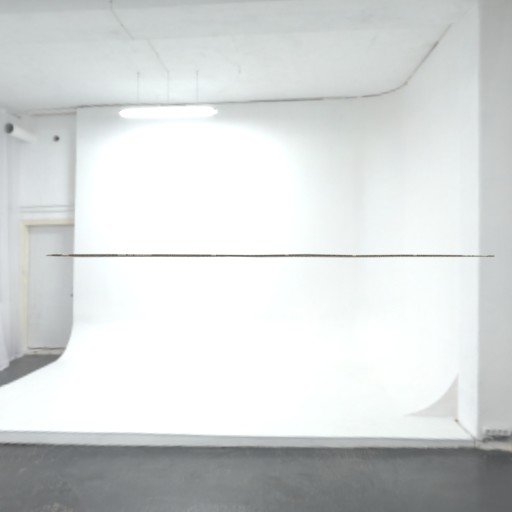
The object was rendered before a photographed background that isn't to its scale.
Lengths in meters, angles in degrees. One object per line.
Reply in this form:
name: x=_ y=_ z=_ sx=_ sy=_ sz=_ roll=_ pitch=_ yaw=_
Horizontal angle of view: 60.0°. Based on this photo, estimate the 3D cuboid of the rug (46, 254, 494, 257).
rug: x=0.000 y=0.000 z=4.343 sx=3.419 sy=0.020 sz=2.441 roll=0 pitch=0 yaw=-17
